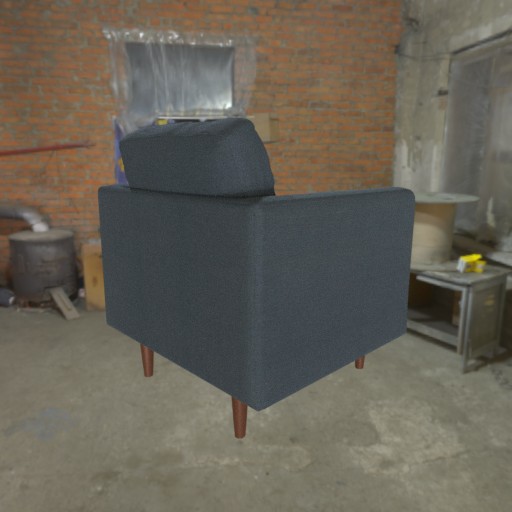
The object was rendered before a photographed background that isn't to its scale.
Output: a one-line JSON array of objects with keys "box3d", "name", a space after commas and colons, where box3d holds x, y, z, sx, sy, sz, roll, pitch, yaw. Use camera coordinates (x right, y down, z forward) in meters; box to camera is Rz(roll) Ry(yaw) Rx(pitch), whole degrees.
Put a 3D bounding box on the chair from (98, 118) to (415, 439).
[{"box3d": [0.000, 0.000, 1.632, 0.820, 0.922, 0.855, -12, 17, -43], "name": "chair"}]
